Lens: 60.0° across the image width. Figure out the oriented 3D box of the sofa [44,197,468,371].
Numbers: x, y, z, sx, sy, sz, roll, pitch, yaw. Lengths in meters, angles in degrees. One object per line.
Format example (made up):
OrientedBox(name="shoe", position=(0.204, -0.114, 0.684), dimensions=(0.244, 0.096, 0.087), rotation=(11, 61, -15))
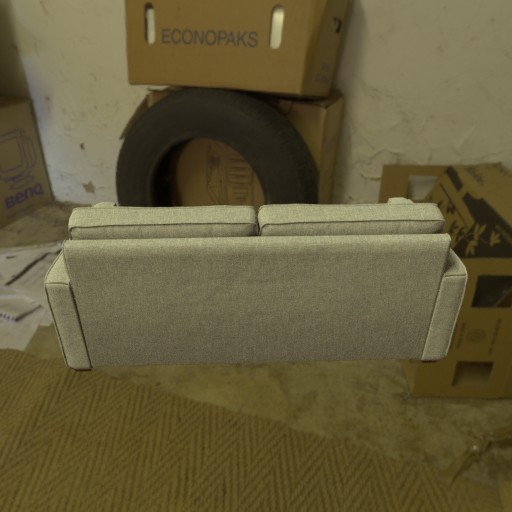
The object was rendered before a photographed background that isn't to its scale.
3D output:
OrientedBox(name="sofa", position=(0.000, 0.000, 2.577), dimensions=(2.078, 0.918, 0.945), rotation=(-1, 31, -2))
